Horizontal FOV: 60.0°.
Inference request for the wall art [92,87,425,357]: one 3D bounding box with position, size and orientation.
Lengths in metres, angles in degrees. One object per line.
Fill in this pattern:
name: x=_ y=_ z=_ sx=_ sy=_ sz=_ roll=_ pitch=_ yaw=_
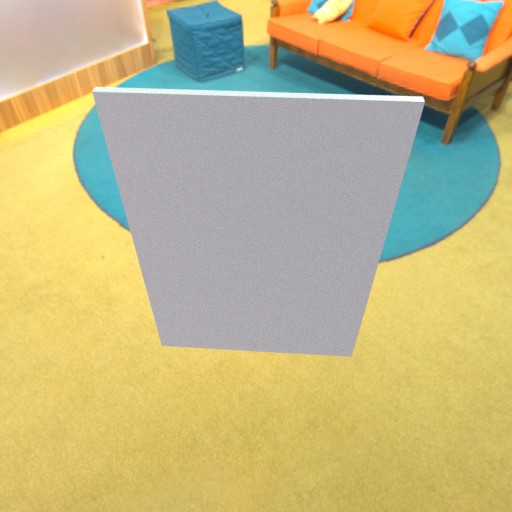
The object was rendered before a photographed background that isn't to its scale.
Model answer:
wall art: x=0.000 y=0.000 z=0.701 sx=0.381 sy=0.533 sz=0.013 roll=3 pitch=46 yaw=3
